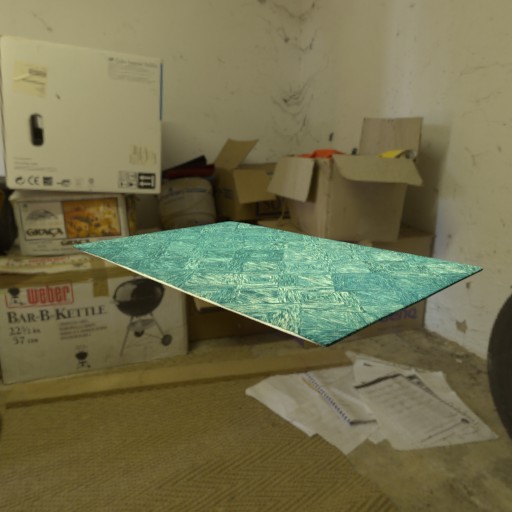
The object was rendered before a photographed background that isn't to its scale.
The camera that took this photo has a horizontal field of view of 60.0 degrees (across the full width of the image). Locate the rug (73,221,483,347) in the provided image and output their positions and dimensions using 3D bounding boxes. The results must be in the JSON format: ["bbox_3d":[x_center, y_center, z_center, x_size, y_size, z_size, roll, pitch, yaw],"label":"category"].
[{"bbox_3d":[0.000,0.000,2.181,1.136,0.017,1.728,-13,19,-42],"label":"rug"}]
